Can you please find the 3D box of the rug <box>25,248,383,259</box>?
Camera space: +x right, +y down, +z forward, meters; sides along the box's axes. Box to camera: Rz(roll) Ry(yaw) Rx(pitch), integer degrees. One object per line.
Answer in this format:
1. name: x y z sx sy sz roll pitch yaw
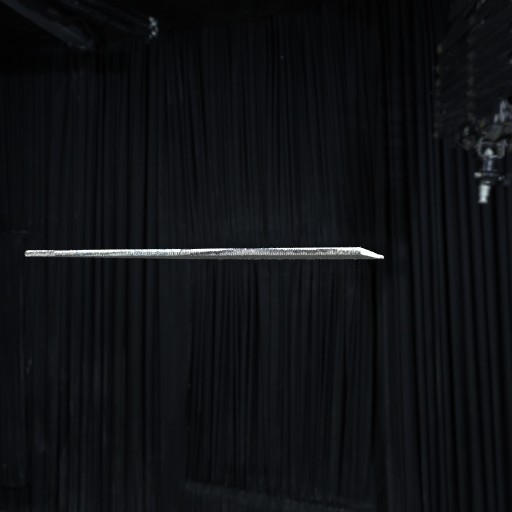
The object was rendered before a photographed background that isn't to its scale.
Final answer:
1. rug: 0.000 0.000 2.345 1.238 0.020 1.847 0 -1 18
